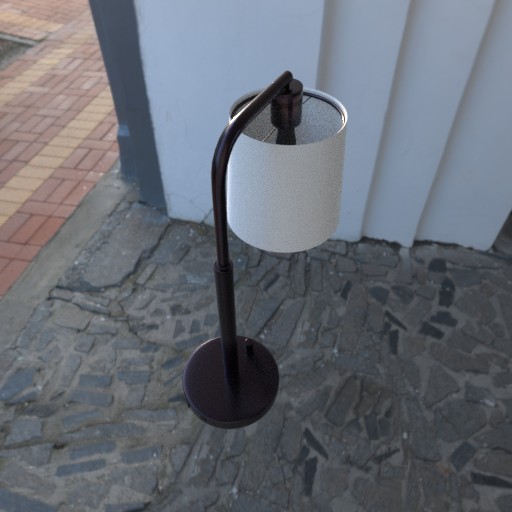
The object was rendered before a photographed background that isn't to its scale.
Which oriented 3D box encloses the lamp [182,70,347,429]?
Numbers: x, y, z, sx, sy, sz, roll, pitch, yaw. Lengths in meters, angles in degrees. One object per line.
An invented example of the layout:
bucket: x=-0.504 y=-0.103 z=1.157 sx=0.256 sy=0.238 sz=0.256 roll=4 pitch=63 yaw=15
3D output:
lamp: x=0.000 y=0.000 z=0.646 sx=0.171 sy=0.489 sz=0.333 roll=23 pitch=50 yaw=21
